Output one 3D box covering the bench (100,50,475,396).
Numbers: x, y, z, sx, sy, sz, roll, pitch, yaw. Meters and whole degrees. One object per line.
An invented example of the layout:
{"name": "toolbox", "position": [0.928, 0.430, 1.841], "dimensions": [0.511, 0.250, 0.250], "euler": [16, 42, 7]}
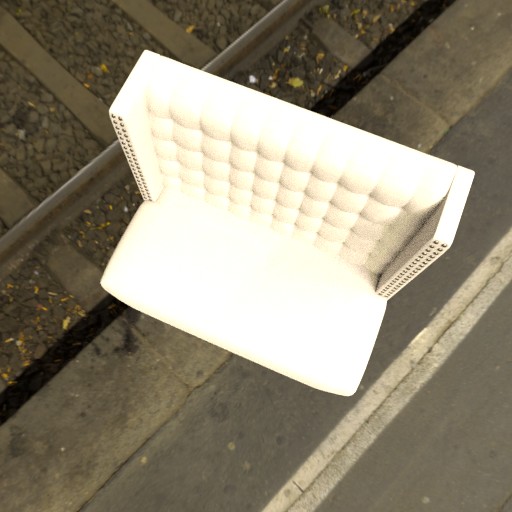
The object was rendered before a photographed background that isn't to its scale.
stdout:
{"name": "bench", "position": [0.000, 0.000, 1.988], "dimensions": [1.280, 1.123, 0.847], "euler": [22, 76, 6]}
